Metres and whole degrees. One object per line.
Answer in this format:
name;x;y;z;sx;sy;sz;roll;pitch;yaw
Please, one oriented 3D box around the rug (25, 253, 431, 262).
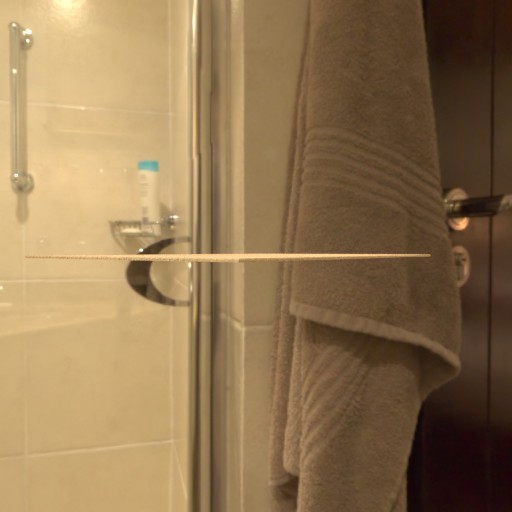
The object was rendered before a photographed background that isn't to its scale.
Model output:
rug;0.000;0.000;2.793;1.509;0.013;2.144;1;1;38
